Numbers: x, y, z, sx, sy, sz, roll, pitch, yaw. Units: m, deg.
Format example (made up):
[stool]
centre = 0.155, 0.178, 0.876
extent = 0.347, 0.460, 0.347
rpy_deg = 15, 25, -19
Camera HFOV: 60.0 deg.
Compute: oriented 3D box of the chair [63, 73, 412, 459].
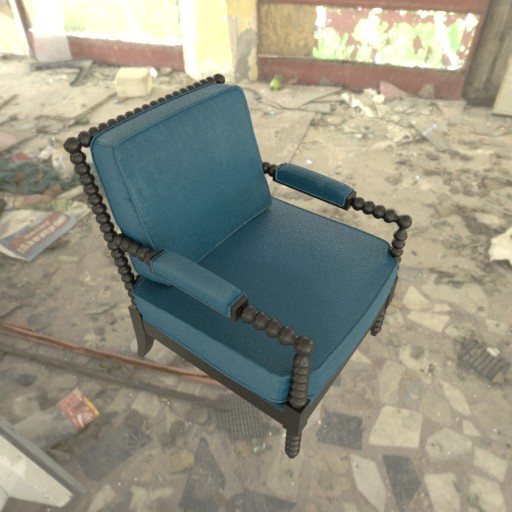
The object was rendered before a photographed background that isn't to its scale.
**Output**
[chair]
centre = 0.000, 0.000, 1.435
extent = 0.805, 0.857, 0.688
rpy_deg = 26, 47, 27
